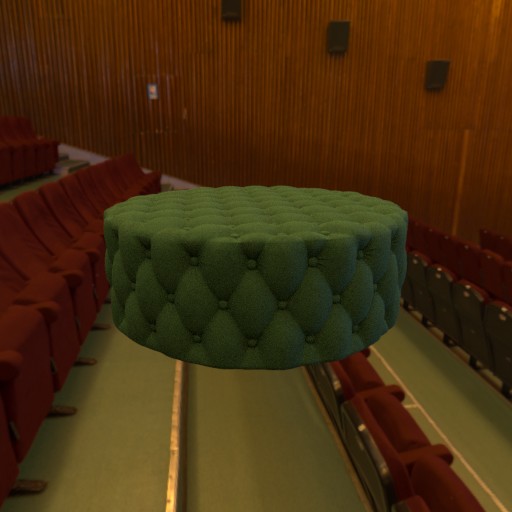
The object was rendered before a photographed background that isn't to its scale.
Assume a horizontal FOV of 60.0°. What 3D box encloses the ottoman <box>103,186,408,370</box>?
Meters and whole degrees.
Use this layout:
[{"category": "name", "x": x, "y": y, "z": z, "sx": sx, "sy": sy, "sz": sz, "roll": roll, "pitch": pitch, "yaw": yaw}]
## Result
[{"category": "ottoman", "x": 0.000, "y": 0.000, "z": 1.545, "sx": 0.998, "sy": 0.399, "sz": 0.998, "roll": 0, "pitch": 16, "yaw": 0}]
